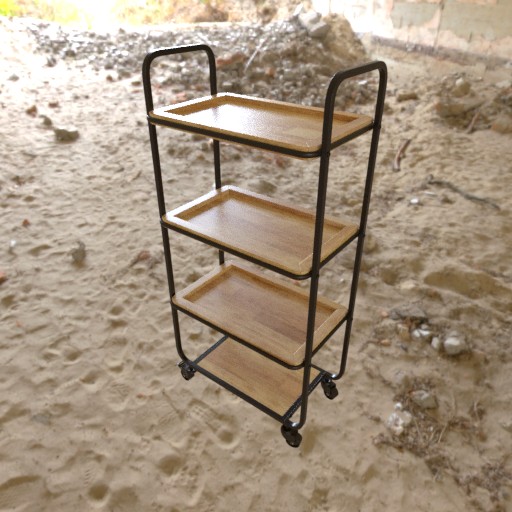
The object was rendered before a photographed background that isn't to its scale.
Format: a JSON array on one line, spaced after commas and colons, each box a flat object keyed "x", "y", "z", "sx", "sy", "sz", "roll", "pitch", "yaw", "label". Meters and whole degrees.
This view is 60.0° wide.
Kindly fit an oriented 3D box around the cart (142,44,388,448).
[{"x": 0.000, "y": 0.000, "z": 1.295, "sx": 0.545, "sy": 1.080, "sz": 0.321, "roll": 22, "pitch": 38, "yaw": 31, "label": "cart"}]
